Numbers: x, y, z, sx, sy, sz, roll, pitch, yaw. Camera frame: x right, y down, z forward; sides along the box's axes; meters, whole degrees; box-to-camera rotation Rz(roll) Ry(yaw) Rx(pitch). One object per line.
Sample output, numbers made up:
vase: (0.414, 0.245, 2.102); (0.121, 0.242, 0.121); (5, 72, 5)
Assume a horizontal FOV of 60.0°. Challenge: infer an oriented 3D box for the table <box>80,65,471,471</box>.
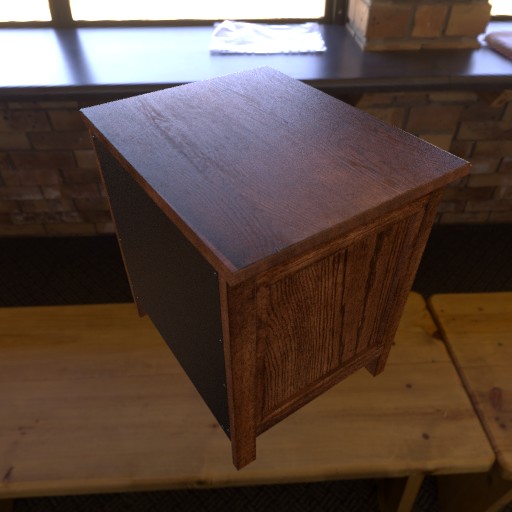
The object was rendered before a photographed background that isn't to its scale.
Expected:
table: (0.000, 0.000, 1.003); (0.461, 0.597, 0.586); (-24, 47, -25)
